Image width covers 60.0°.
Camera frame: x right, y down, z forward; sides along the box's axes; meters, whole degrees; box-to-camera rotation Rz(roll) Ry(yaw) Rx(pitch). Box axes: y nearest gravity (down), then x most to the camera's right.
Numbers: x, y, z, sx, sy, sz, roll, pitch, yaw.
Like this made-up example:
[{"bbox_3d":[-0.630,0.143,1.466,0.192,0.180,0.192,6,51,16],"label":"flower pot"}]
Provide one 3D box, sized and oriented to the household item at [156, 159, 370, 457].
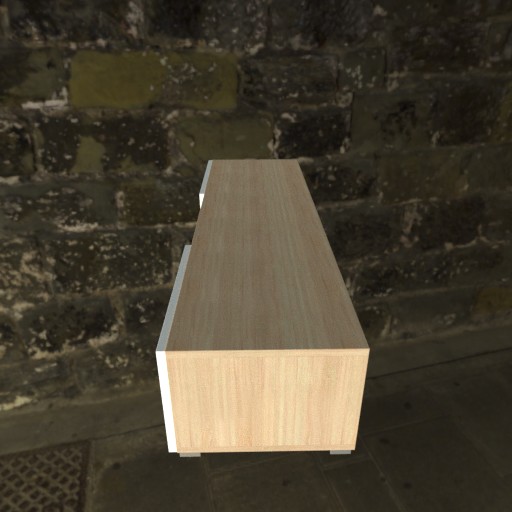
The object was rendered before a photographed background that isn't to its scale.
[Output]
[{"bbox_3d":[0.000,0.000,1.561,0.420,0.310,1.400,-1,27,-1],"label":"household item"}]
